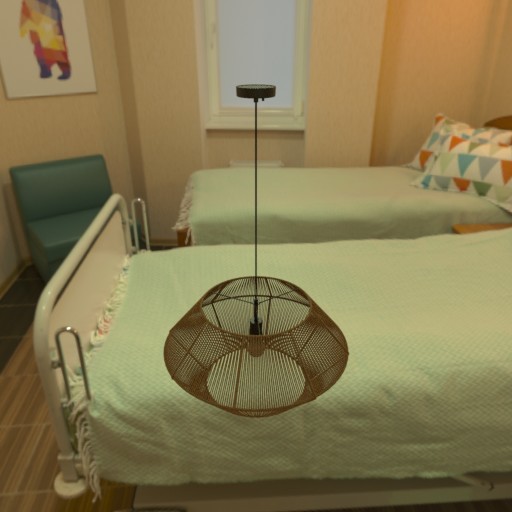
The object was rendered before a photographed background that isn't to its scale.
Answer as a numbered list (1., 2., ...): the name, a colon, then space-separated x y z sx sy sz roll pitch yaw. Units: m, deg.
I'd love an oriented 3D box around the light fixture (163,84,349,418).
1. light fixture: 0.000 0.000 1.405 0.643 1.009 0.643 0 26 0
